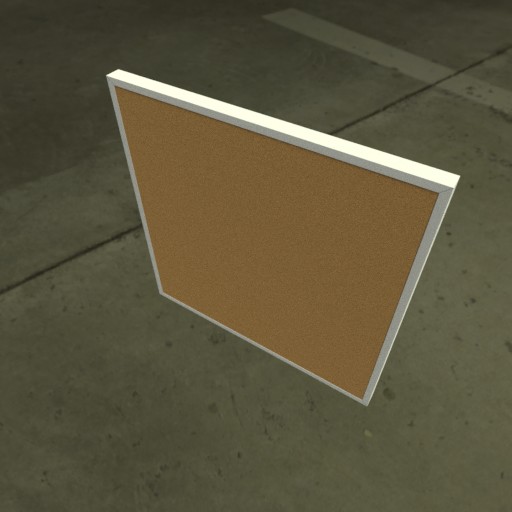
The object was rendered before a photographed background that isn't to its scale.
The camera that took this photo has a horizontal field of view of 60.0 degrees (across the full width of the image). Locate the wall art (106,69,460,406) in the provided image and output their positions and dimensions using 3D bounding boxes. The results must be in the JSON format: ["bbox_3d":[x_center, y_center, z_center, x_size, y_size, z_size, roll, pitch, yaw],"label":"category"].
[{"bbox_3d":[0.000,0.000,1.125,0.762,0.762,0.038,24,51,22],"label":"wall art"}]
